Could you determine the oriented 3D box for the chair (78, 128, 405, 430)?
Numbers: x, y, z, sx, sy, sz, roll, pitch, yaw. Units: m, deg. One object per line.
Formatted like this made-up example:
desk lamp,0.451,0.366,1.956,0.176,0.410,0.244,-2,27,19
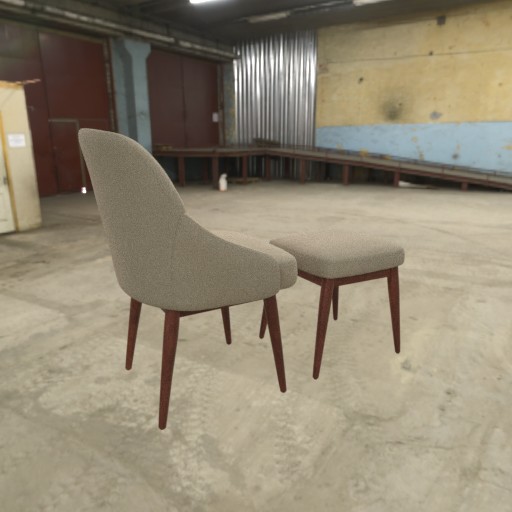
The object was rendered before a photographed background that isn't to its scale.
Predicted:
chair,0.000,0.000,1.592,1.114,0.866,0.584,-8,17,-28
